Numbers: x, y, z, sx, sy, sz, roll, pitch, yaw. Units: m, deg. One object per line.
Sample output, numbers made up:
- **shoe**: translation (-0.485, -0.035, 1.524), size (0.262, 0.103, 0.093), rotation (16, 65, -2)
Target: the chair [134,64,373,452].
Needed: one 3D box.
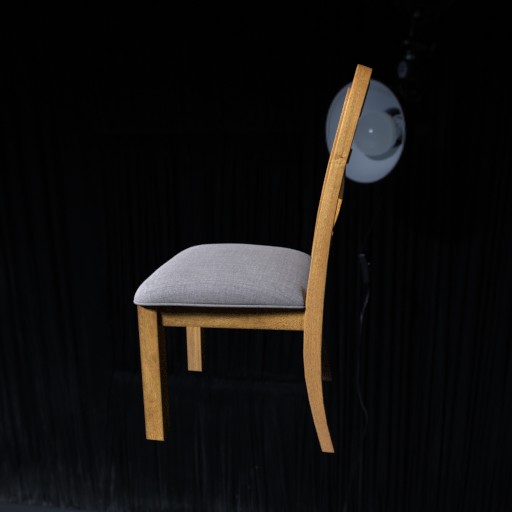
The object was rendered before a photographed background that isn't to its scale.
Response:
- **chair**: translation (0.000, 0.000, 1.277), size (0.581, 0.949, 0.470), rotation (2, 14, 8)
